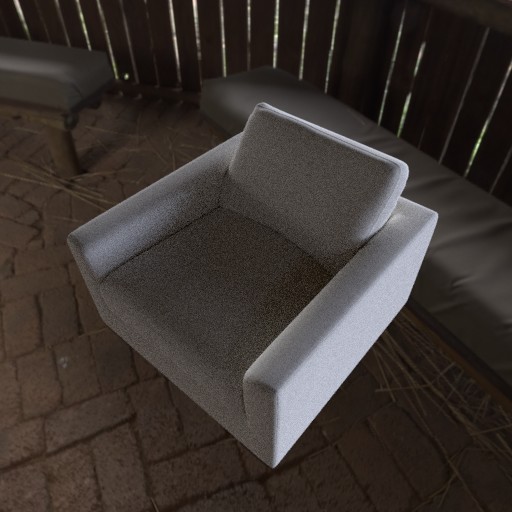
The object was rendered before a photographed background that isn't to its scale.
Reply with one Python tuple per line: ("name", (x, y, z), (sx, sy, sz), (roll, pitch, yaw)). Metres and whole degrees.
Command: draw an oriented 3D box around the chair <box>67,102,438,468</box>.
("chair", (0.000, 0.000, 1.896), (1.070, 0.876, 1.100), (31, 52, 28))
